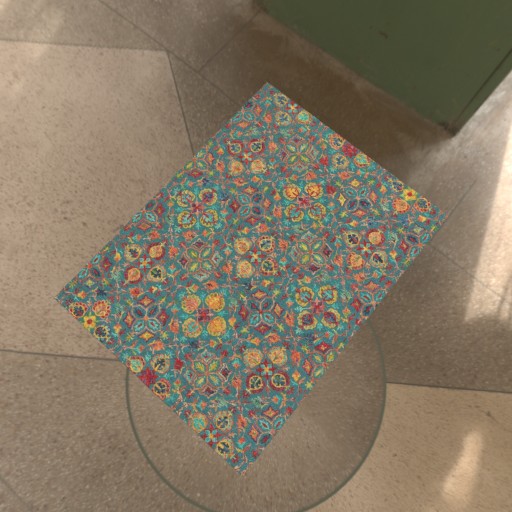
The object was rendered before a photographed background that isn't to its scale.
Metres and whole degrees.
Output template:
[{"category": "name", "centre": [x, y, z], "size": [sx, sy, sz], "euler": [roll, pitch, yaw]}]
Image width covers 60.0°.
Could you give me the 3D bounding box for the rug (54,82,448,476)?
[{"category": "rug", "centre": [0.000, 0.000, 4.412], "size": [2.434, 0.025, 3.204], "euler": [40, 78, 10]}]
